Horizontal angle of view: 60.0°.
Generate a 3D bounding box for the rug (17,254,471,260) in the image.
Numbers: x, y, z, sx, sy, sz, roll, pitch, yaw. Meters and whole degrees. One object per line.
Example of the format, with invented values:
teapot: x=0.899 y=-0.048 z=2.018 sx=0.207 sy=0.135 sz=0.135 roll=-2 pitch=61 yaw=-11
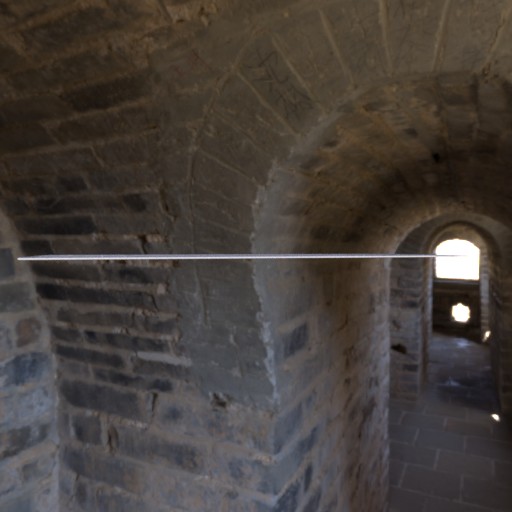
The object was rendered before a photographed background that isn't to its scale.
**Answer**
rug: x=0.000 y=0.000 z=2.624 sx=2.388 sy=0.012 sz=0.864 roll=0 pitch=1 yaw=-20
